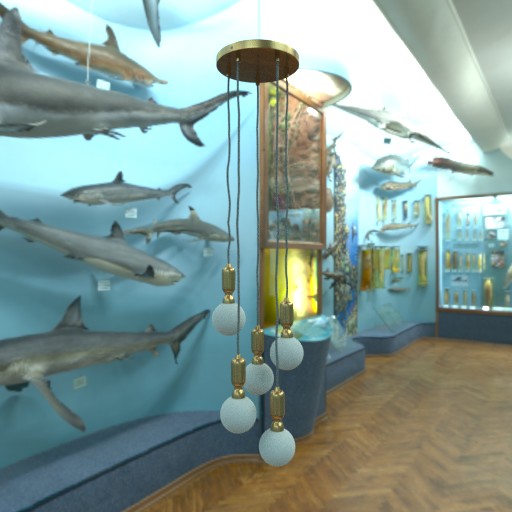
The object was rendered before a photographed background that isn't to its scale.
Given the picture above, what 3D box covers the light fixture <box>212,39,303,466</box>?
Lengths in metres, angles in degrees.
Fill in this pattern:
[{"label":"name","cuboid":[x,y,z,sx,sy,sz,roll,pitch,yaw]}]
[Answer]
[{"label":"light fixture","cuboid":[0.000,0.000,0.512,0.108,0.457,0.105,0,0,36]}]
